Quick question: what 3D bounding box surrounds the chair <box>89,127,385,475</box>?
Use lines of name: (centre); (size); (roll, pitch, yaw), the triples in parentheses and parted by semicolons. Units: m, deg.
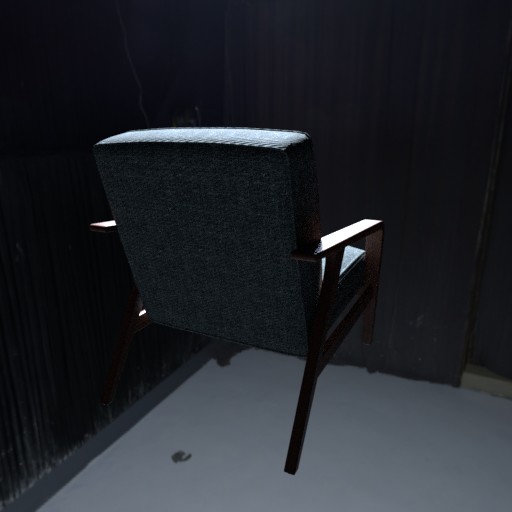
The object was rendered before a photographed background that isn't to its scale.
chair: (0.000, 0.000, 1.552); (0.719, 0.864, 0.889); (8, 18, 26)
